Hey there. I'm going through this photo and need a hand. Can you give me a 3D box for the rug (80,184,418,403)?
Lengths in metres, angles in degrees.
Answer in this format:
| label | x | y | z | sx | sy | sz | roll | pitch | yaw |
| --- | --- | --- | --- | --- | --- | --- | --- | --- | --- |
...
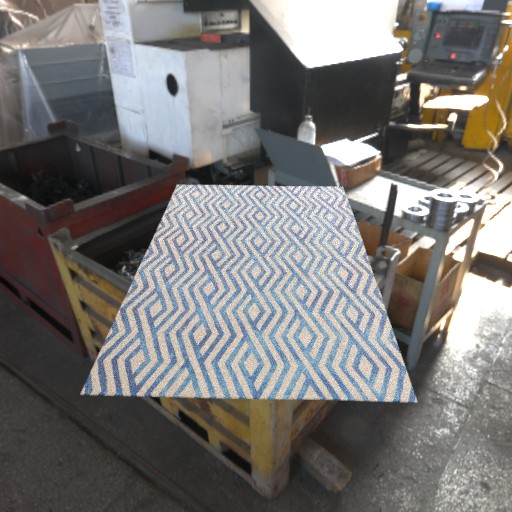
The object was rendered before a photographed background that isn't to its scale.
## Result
| label | x | y | z | sx | sy | sz | roll | pitch | yaw |
| --- | --- | --- | --- | --- | --- | --- | --- | --- | --- |
| rug | 0.000 | 0.000 | 3.035 | 1.531 | 0.008 | 2.439 | 1 | 32 | 1 |
